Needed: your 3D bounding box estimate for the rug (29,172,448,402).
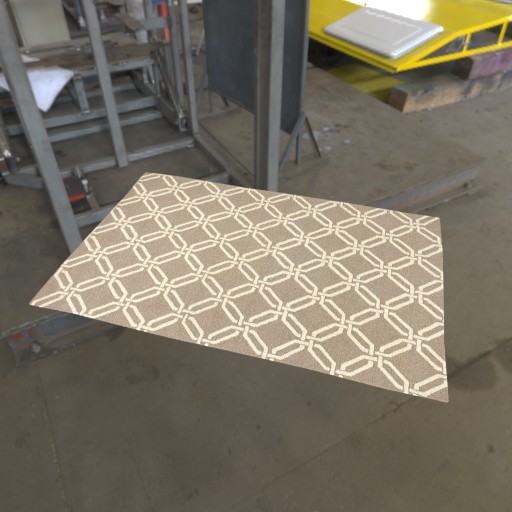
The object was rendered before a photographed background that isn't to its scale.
[{"bbox_3d":[0.000,0.000,2.155,1.748,0.010,1.142,11,43,12],"label":"rug"}]
